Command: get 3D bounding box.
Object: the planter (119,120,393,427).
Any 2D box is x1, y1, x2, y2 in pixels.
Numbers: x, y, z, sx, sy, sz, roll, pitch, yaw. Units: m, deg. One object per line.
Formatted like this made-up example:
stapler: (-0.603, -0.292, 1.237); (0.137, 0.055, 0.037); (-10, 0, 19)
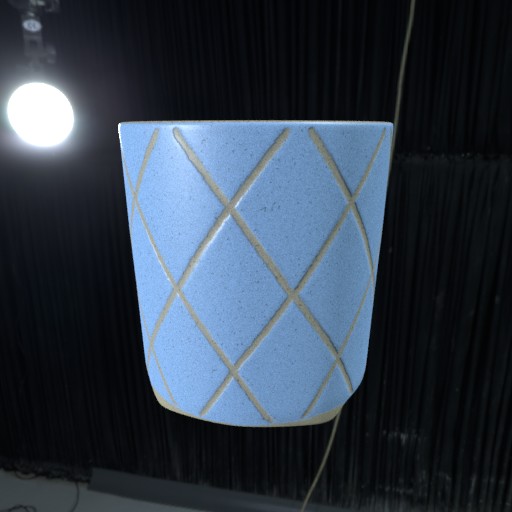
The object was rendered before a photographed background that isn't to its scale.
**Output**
planter: (0.000, 0.000, 0.347); (0.191, 0.200, 0.191); (0, 16, 0)
